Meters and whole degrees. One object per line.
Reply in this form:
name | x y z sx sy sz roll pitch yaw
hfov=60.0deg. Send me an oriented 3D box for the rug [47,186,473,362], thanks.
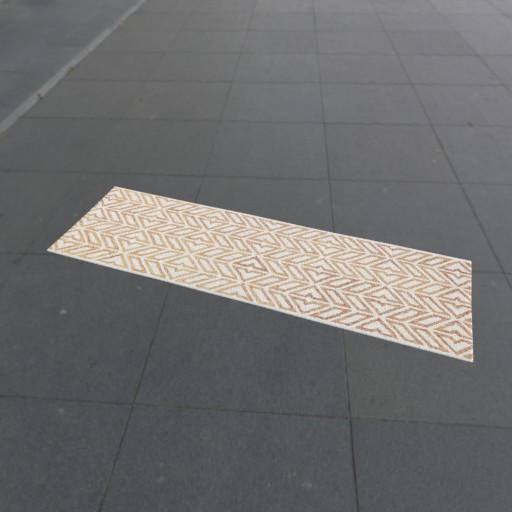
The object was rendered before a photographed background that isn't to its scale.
rug | 0.000 0.000 2.657 2.435 0.009 0.750 13 43 14
